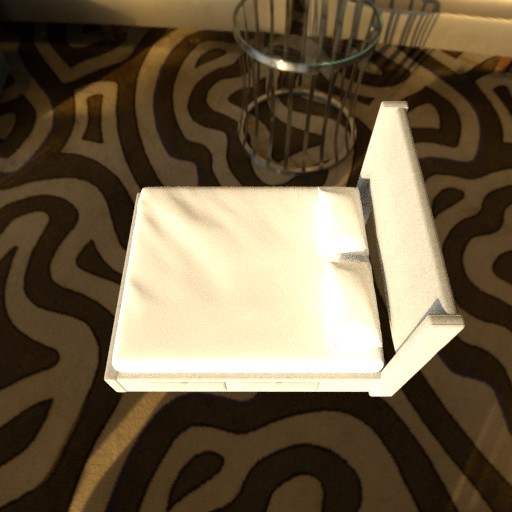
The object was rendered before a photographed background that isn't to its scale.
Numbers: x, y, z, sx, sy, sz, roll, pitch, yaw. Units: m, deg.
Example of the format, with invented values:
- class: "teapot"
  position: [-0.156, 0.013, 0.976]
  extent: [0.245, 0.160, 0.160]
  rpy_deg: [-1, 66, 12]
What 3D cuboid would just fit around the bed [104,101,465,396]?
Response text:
- class: "bed"
  position: [0.000, 0.000, 3.425]
  extent: [2.222, 1.491, 1.774]
  rpy_deg: [0, 59, 0]
